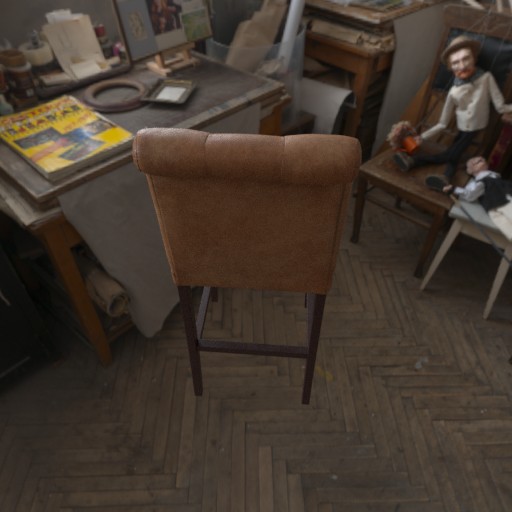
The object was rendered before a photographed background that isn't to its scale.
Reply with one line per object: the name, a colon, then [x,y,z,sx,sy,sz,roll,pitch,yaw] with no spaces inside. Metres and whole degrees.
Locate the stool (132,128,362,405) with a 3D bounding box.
stool: [0.000,0.000,1.455,0.493,1.140,0.601,3,44,3]
